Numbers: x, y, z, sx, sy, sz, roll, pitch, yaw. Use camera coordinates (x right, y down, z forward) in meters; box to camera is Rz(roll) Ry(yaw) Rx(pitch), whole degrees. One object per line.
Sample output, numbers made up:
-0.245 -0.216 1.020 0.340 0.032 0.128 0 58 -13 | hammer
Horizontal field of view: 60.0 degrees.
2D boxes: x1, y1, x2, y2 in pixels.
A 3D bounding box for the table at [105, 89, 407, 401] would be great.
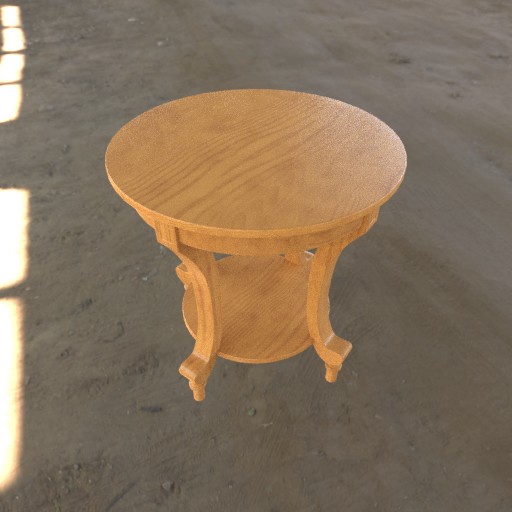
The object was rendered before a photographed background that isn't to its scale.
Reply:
0.000 0.000 1.101 0.597 0.612 0.597 0 40 0 | table
